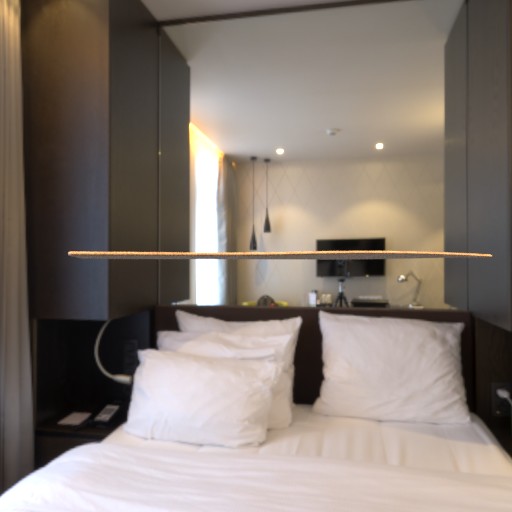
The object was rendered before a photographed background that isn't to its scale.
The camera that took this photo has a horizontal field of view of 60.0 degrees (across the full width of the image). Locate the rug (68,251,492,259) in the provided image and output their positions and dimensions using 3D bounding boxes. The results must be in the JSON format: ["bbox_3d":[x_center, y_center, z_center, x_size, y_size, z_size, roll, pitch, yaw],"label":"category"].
[{"bbox_3d":[0.000,0.000,4.087,3.052,0.043,2.453,0,-1,-19],"label":"rug"}]
